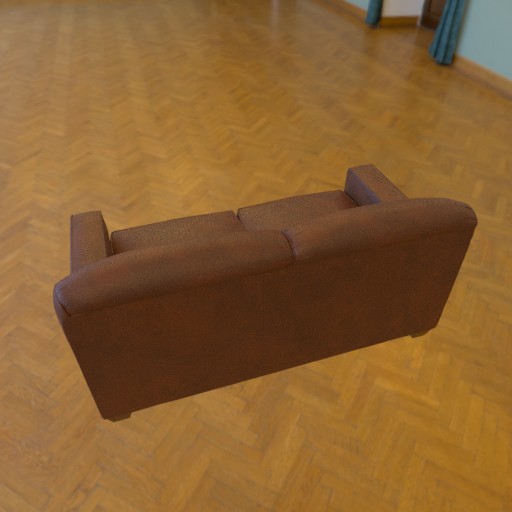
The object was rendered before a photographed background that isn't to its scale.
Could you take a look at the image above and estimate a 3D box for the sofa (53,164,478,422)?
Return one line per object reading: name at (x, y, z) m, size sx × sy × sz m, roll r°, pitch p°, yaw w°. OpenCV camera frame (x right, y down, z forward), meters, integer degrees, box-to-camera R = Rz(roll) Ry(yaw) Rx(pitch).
sofa at (0.000, 0.000, 2.386) m, size 1.856 × 0.966 × 1.000 m, roll -12°, pitch 42°, yaw -13°
